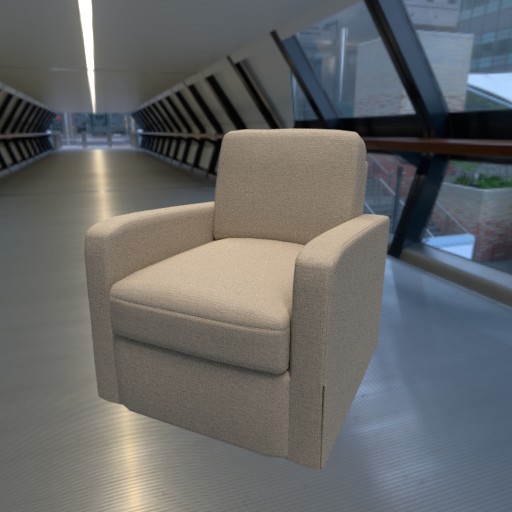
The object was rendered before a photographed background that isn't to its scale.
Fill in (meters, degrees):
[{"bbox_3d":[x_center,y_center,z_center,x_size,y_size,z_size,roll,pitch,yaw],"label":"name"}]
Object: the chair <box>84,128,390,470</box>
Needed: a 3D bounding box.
[{"bbox_3d":[0.000,0.000,1.509,0.755,0.827,0.888,8,18,24],"label":"chair"}]
